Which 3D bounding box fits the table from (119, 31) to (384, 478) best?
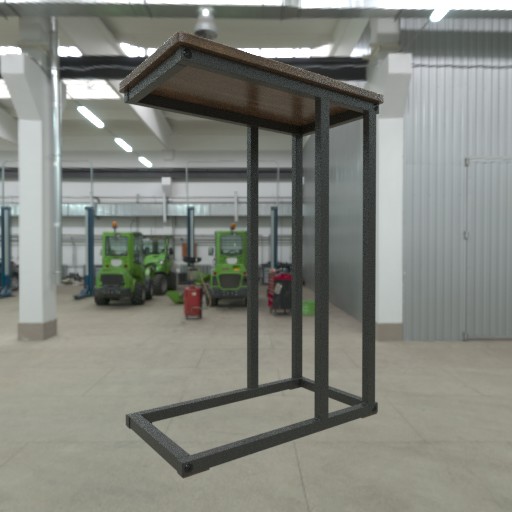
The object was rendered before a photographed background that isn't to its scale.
[{"bbox_3d":[0.000,0.000,0.857,0.450,0.637,0.254,-1,1,-36],"label":"table"}]
